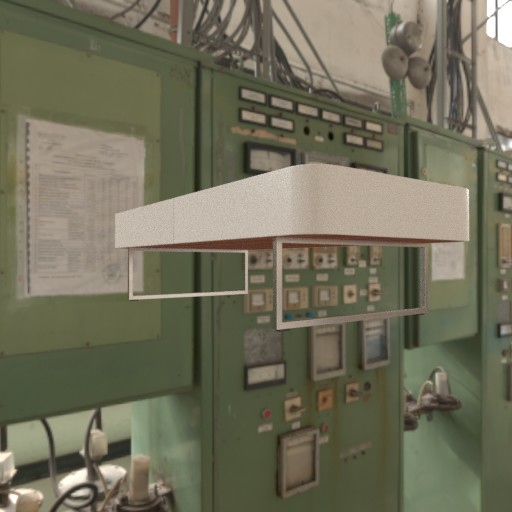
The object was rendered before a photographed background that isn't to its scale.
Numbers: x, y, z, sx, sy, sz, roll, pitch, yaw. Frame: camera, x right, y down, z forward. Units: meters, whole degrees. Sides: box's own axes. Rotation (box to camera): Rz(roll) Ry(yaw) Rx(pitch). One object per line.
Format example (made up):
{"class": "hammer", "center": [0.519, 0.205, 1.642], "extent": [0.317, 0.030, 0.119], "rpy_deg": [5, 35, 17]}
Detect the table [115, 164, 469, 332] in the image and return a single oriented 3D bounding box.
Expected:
{"class": "table", "center": [0.000, 0.000, 1.489], "extent": [0.600, 0.340, 1.200], "rpy_deg": [1, -1, -35]}
